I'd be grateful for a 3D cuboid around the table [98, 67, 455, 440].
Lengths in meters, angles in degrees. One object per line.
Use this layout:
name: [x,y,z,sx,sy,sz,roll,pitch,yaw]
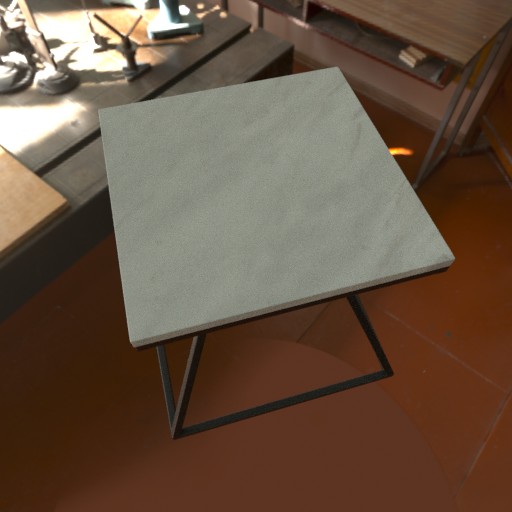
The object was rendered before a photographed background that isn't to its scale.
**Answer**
table: [0.000,0.000,0.812,0.455,0.431,0.455,-13,59,-8]
